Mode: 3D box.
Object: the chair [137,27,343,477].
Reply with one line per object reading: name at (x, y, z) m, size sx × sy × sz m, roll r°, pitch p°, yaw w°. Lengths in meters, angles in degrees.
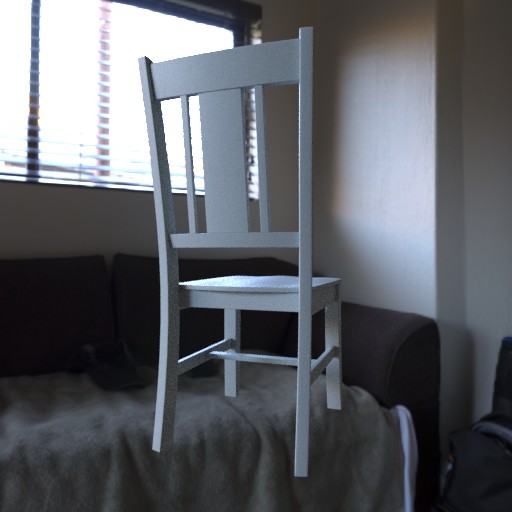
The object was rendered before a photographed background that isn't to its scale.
chair at (0.000, 0.000, 1.276) m, size 0.450 × 0.998 × 0.555 m, roll 0°, pitch 0°, yaw 20°
